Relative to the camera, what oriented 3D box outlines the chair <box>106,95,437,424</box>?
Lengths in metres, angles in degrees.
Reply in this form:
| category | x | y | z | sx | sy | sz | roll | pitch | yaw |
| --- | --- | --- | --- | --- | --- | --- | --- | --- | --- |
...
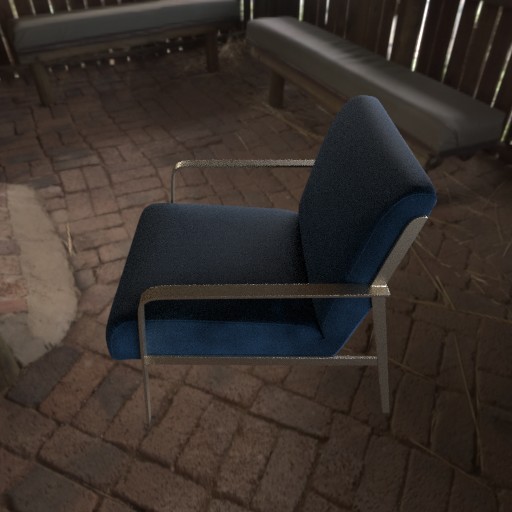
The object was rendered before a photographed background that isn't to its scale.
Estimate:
| category | x | y | z | sx | sy | sz | roll | pitch | yaw |
| --- | --- | --- | --- | --- | --- | --- | --- | --- | --- |
| chair | 0.000 | 0.000 | 1.424 | 0.859 | 0.831 | 0.692 | -1 | 40 | -1 |
